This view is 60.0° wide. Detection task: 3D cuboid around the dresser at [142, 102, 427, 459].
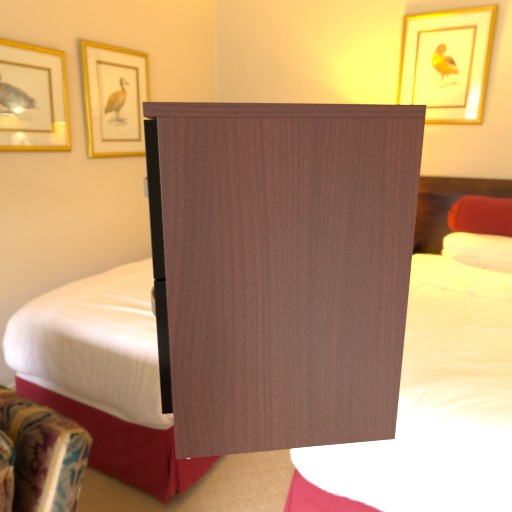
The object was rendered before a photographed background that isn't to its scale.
[{"bbox_3d":[0.000,0.000,0.761,0.360,0.470,0.400,-2,15,-7],"label":"dresser"}]
